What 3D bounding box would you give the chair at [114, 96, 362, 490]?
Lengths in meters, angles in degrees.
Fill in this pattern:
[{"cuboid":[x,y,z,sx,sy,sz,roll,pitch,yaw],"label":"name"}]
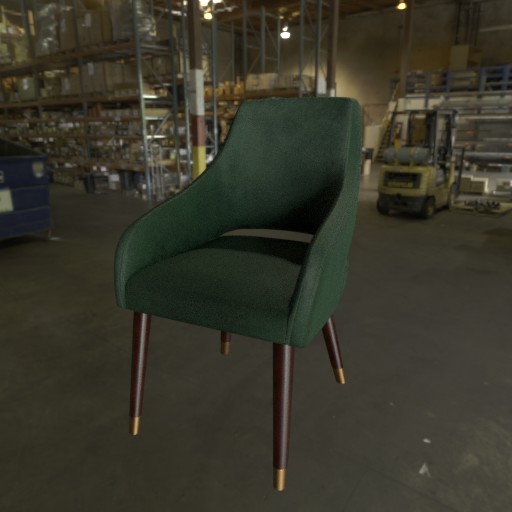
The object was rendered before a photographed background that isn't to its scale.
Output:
[{"cuboid":[0.000,0.000,1.534,0.683,1.081,0.794,8,18,25],"label":"chair"}]
